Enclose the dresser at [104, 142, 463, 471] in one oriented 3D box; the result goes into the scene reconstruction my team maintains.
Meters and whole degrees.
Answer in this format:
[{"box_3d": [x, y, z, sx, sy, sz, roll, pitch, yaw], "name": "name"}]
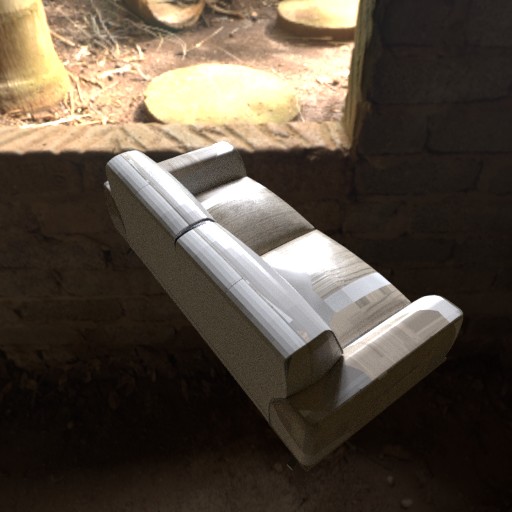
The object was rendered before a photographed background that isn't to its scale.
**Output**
[{"box_3d": [0.000, 0.000, 5.773, 2.251, 1.863, 4.679, -26, 49, -26], "name": "dresser"}]
